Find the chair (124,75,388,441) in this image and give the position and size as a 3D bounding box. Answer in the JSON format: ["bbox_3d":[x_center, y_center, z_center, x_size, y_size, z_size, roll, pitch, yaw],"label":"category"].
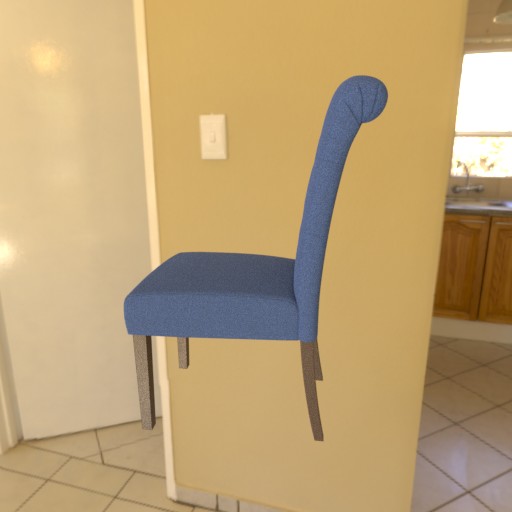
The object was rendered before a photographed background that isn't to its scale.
[{"bbox_3d":[0.000,0.000,1.362,0.671,1.006,0.456,2,15,8],"label":"chair"}]
